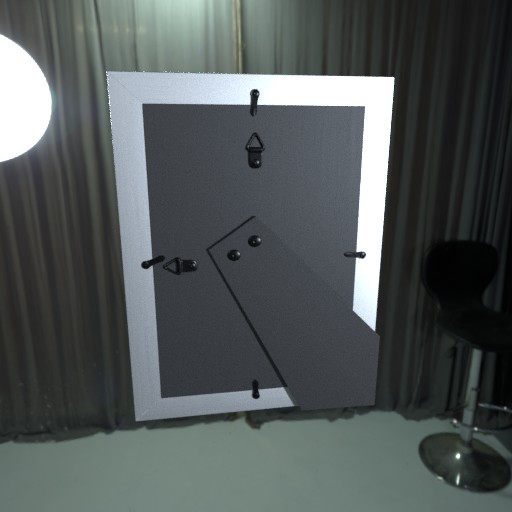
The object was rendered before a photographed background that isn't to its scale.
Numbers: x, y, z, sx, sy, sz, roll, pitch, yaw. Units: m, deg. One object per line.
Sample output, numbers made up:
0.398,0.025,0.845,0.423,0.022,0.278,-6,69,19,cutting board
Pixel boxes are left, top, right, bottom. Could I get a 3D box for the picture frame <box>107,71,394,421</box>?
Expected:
0.000,0.000,0.273,0.157,0.208,0.028,-2,15,-9,picture frame
